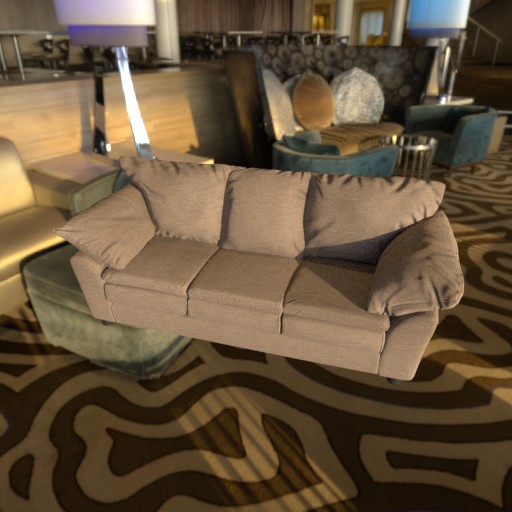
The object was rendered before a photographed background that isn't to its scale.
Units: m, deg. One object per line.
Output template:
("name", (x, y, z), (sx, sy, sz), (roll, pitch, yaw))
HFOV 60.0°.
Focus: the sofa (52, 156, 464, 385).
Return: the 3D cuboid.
("sofa", (0.000, 0.000, 2.878), (2.390, 1.043, 0.927), (8, 28, 16))
